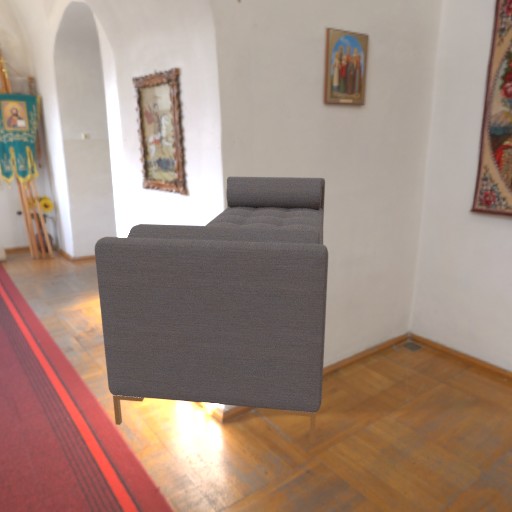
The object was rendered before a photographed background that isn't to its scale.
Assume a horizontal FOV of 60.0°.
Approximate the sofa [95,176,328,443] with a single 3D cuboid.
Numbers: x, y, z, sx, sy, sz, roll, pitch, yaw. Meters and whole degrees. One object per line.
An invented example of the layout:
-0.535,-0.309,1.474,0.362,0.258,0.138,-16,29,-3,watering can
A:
0.000,0.000,2.270,0.686,0.635,1.981,2,16,8,sofa
